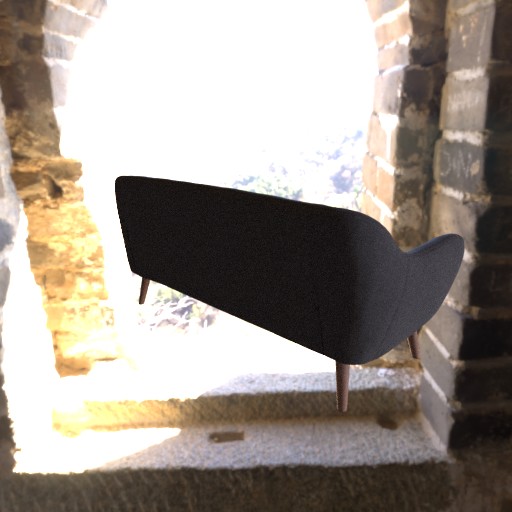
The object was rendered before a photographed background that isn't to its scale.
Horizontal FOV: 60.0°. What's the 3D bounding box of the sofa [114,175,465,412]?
[{"bbox_3d":[0.000,0.000,2.305,0.820,0.820,1.840,-15,22,-42],"label":"sofa"}]
